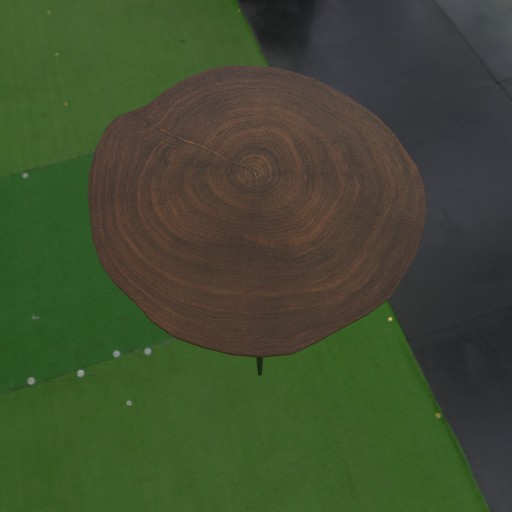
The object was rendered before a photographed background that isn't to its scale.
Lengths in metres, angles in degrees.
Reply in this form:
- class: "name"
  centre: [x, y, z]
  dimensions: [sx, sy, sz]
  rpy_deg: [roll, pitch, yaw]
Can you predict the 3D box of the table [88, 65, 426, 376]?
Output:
- class: "table"
  centre: [0.000, 0.000, 0.856]
  dimensions: [0.477, 0.476, 0.494]
  rpy_deg: [-15, 65, -7]
